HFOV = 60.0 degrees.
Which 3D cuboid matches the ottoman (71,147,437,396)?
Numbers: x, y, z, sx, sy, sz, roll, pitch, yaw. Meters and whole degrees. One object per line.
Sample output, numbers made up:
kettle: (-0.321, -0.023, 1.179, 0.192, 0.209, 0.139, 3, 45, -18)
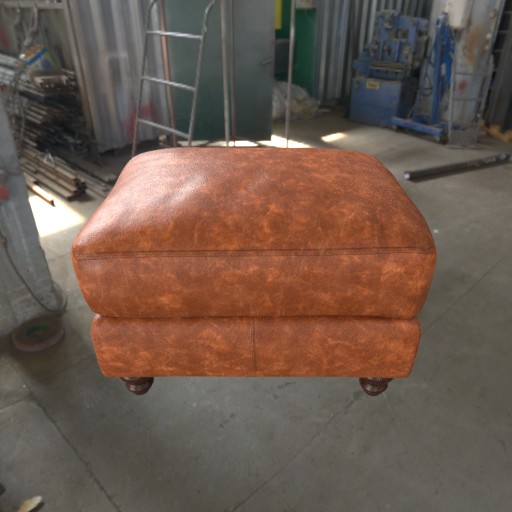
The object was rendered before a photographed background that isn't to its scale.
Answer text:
ottoman: (0.000, 0.000, 1.281, 0.832, 0.562, 0.657, 0, 31, 0)
